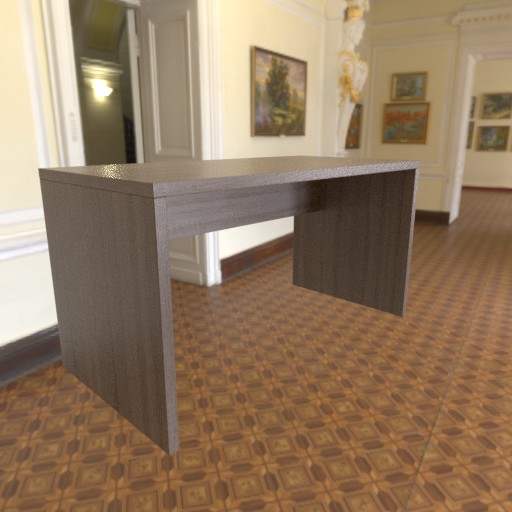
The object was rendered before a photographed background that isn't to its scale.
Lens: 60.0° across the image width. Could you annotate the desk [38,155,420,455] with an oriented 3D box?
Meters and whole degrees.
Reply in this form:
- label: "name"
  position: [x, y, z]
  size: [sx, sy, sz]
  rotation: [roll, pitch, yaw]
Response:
- label: "desk"
  position: [0.000, 0.000, 1.824]
  size: [0.690, 0.745, 1.380]
  rotation: [14, 21, 43]
